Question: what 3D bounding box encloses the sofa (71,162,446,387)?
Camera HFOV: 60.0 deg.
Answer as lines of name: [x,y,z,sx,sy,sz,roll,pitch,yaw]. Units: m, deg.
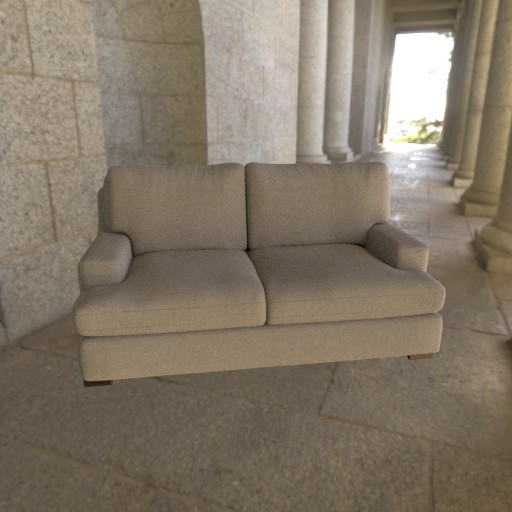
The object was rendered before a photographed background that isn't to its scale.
sofa: [0.000,0.000,2.501,1.855,0.980,0.962,-3,18,-8]
